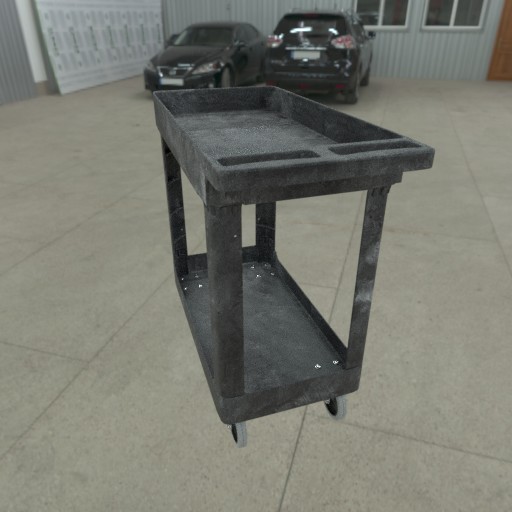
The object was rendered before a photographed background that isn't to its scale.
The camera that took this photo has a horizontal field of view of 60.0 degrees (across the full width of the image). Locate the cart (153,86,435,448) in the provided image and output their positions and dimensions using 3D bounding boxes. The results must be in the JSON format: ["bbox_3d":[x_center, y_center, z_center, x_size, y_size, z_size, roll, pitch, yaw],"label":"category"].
[{"bbox_3d":[0.000,0.000,1.311,0.420,0.824,0.877,-9,30,-16],"label":"cart"}]
